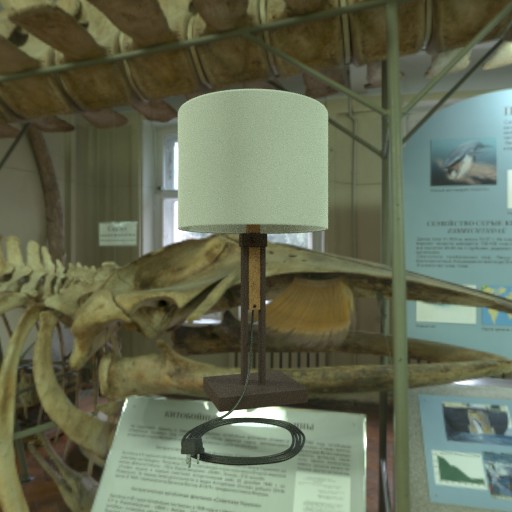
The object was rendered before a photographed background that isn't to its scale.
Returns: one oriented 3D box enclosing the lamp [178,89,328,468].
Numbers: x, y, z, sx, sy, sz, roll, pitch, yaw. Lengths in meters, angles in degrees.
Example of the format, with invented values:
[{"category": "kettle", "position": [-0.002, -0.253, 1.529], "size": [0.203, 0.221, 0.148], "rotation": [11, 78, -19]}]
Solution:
[{"category": "lamp", "position": [0.000, 0.000, 0.974], "size": [0.396, 0.668, 0.525], "rotation": [0, 0, -18]}]
